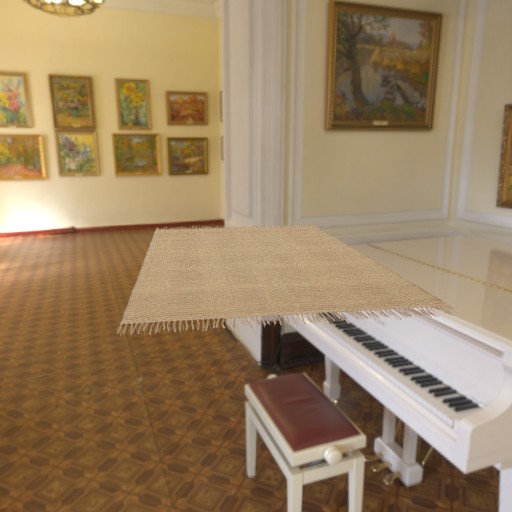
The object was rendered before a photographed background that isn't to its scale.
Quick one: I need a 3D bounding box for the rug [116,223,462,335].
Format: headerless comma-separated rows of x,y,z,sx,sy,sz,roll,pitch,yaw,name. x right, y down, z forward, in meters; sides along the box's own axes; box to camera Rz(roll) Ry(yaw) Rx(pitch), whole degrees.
0.000,0.000,3.105,1.528,0.034,2.523,-2,14,-8,rug
